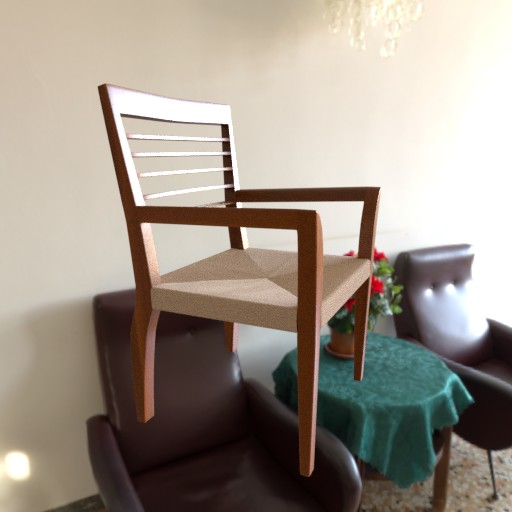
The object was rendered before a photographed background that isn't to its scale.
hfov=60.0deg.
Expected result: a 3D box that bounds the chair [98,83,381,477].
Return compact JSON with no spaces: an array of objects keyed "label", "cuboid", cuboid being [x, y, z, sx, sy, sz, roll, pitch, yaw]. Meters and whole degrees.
[{"label":"chair","cuboid":[0.000,0.000,1.220,0.540,0.855,0.587,7,15,26]}]
